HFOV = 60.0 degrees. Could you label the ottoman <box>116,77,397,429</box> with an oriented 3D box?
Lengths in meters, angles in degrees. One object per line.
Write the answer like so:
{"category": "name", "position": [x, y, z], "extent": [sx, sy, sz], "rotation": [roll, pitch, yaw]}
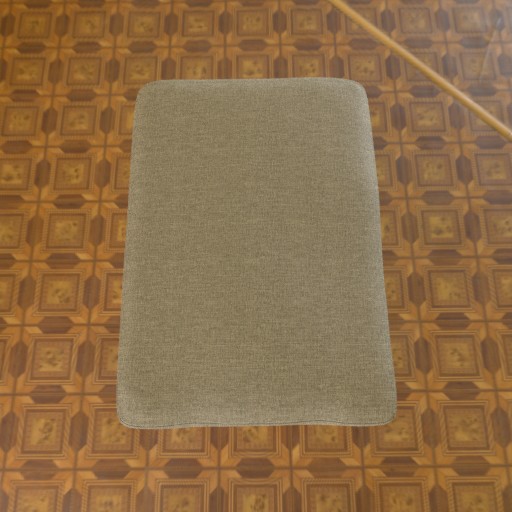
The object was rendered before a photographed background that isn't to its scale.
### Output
{"category": "ottoman", "position": [0.000, 0.000, 1.243], "extent": [0.639, 0.494, 0.873], "rotation": [-1, 74, 0]}
